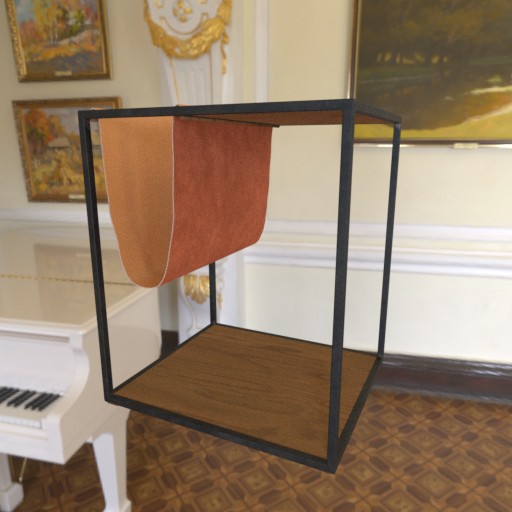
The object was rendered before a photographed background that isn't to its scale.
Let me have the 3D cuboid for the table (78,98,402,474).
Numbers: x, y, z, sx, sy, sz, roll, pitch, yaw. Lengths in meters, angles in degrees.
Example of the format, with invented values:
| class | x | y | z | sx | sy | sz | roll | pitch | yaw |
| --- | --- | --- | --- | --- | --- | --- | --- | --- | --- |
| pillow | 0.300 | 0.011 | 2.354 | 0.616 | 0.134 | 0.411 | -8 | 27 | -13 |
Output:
| class | x | y | z | sx | sy | sz | roll | pitch | yaw |
| --- | --- | --- | --- | --- | --- | --- | --- | --- | --- |
| table | 0.000 | 0.000 | 0.861 | 0.450 | 0.536 | 0.399 | 7 | 16 | 25 |
